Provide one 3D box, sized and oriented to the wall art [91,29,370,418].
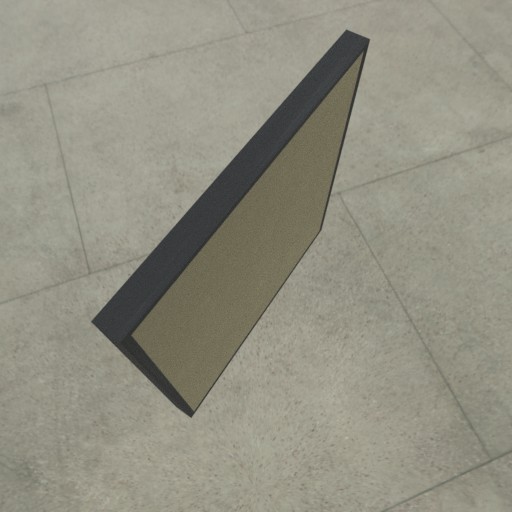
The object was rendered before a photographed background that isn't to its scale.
[{"bbox_3d":[0.000,0.000,0.737,0.037,0.507,0.509,30,67,15],"label":"wall art"}]
